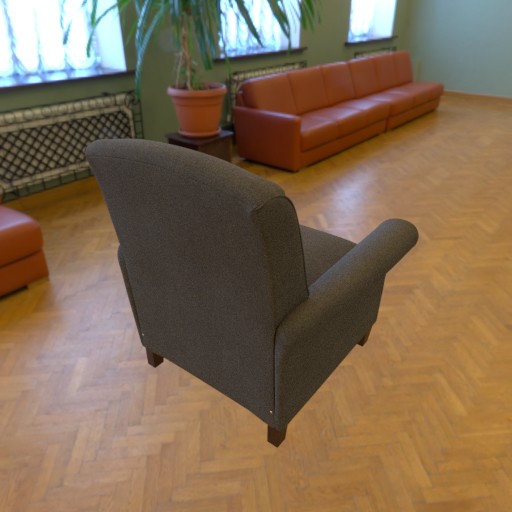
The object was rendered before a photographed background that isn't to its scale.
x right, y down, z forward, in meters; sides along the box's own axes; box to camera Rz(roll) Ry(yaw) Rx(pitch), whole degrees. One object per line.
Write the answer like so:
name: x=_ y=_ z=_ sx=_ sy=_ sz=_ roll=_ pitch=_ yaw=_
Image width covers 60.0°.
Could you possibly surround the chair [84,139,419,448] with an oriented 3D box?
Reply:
chair: x=0.000 y=0.000 z=1.766 sx=0.978 sy=1.061 sz=0.905 roll=21 pitch=36 yaw=32
